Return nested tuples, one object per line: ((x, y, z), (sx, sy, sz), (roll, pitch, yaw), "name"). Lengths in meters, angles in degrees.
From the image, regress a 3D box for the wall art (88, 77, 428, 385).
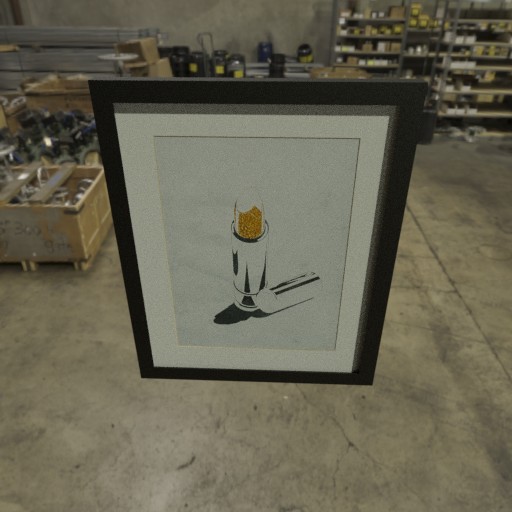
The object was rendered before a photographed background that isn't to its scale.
((0.000, 0.000, 0.747), (0.457, 0.559, 0.029), (1, 30, 2), "wall art")
